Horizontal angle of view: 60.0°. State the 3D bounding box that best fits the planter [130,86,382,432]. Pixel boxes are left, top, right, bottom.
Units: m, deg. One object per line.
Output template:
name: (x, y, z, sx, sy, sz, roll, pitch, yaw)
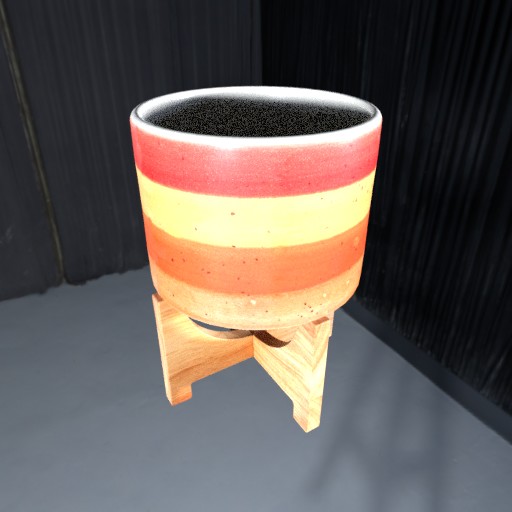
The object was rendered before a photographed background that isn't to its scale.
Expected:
planter: (0.000, 0.000, 0.410, 0.199, 0.268, 0.199, 0, 30, 0)
